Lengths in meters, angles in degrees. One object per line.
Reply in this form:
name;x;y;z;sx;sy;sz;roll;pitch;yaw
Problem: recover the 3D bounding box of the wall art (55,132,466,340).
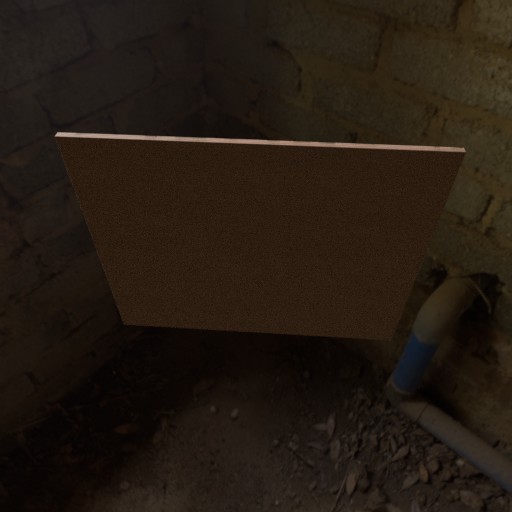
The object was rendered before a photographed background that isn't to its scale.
wall art;0.000;0.000;0.696;0.508;0.408;0.010;3;46;3
